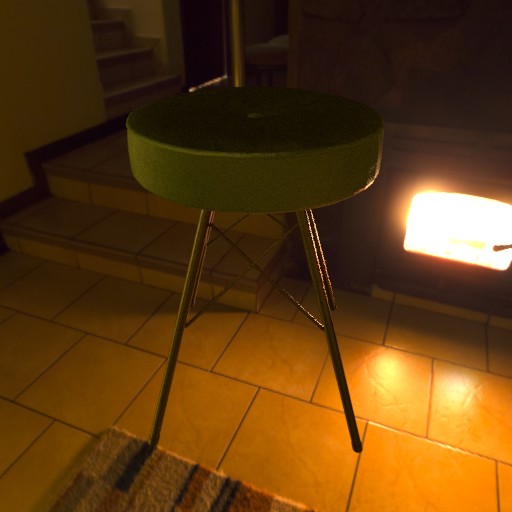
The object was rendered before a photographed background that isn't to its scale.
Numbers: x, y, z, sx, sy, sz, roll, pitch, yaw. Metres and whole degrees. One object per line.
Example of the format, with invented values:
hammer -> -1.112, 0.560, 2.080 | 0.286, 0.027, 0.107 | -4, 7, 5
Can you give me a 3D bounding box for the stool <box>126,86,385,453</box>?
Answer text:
stool -> 0.000, 0.000, 0.895 | 0.430, 0.595, 0.457 | 1, 31, 2
